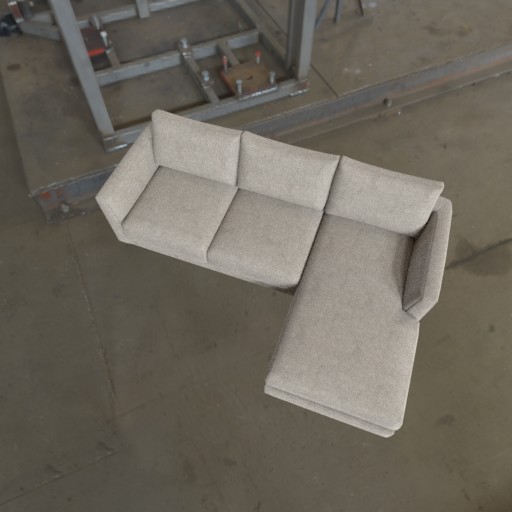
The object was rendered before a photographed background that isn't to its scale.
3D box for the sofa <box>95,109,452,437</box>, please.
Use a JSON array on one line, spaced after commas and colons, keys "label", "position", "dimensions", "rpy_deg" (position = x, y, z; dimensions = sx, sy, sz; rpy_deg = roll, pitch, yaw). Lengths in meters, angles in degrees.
[{"label": "sofa", "position": [0.000, 0.000, 3.142], "dimensions": [2.438, 0.864, 1.626], "rpy_deg": [17, 60, 10]}]
